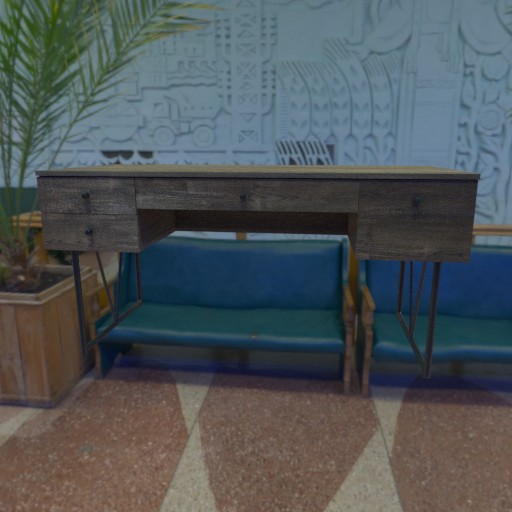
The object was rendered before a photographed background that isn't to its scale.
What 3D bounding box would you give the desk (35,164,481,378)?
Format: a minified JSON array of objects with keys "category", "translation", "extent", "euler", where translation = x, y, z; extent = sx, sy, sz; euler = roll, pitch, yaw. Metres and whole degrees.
[{"category":"desk","translation":[0.000,0.000,2.002],"extent":[1.600,0.780,0.730],"euler":[2,14,7]}]
